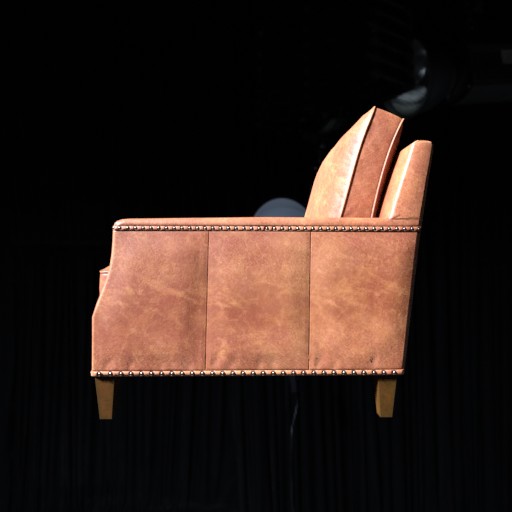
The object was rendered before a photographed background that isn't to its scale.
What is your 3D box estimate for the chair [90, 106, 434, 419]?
[{"bbox_3d":[0.000,0.000,1.685,1.014,0.943,0.853,0,0,-1],"label":"chair"}]
